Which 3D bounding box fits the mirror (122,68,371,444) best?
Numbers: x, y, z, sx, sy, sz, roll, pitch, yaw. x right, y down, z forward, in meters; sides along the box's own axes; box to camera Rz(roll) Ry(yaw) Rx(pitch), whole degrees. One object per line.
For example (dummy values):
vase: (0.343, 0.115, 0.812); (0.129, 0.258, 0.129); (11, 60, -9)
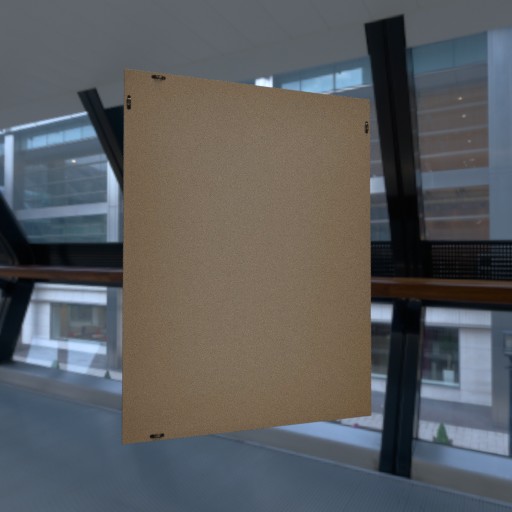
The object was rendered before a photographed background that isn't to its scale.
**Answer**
mirror: (0.000, 0.000, 1.326); (0.762, 1.016, 0.041); (0, -1, -17)
